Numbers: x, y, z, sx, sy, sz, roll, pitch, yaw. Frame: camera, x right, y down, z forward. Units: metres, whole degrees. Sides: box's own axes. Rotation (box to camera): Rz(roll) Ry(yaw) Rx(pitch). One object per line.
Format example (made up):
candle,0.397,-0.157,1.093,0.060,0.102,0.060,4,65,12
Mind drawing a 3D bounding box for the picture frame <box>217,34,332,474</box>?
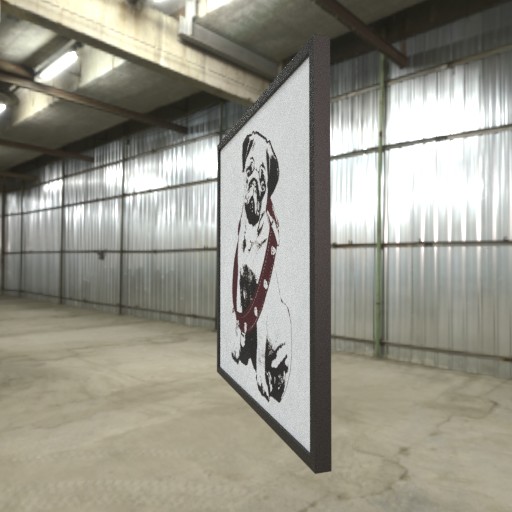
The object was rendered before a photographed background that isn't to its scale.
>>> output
picture frame,0.000,0.000,1.154,0.032,0.775,0.775,0,-1,-18
